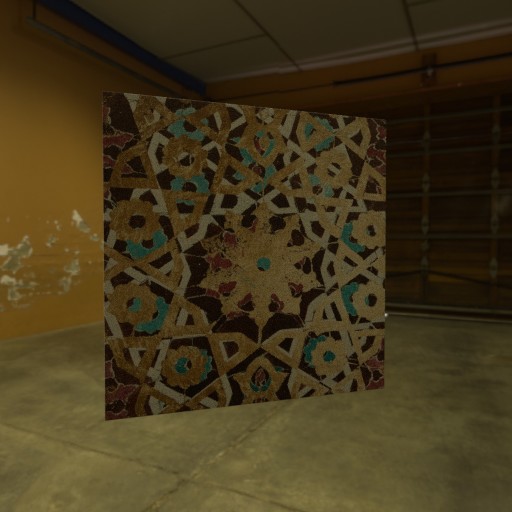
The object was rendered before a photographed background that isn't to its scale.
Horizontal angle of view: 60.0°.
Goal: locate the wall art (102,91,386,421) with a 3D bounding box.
[{"bbox_3d":[0.000,0.000,0.938,0.609,0.613,0.041,0,1,-18],"label":"wall art"}]
